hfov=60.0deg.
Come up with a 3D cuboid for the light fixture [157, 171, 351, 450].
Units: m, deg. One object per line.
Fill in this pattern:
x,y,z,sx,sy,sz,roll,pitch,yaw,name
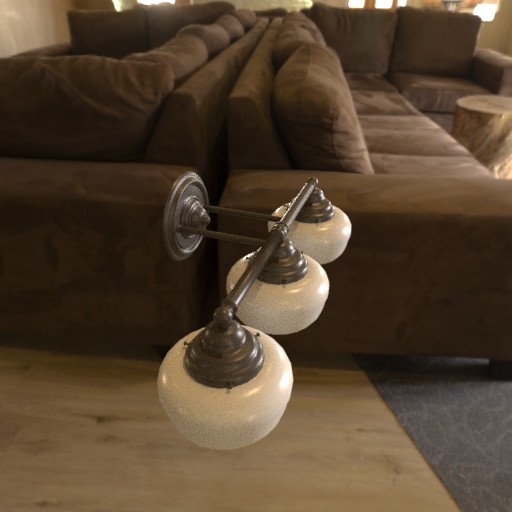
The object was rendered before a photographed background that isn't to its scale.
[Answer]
0.000,0.000,0.701,0.239,0.242,0.587,11,33,17,light fixture
